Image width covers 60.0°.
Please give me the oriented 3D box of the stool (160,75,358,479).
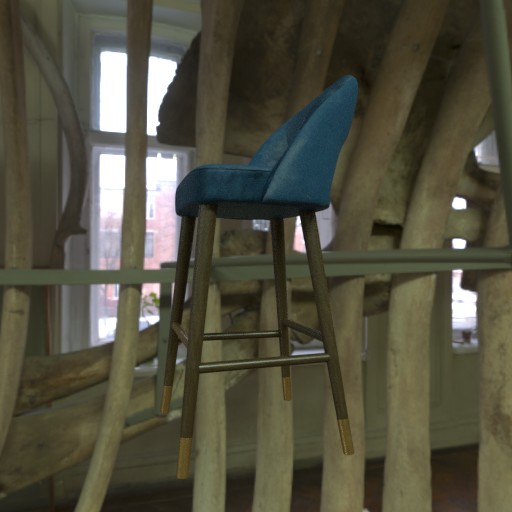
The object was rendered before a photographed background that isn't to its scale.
[{"bbox_3d":[0.000,0.000,1.298,0.515,1.016,0.514,0,0,-17],"label":"stool"}]
